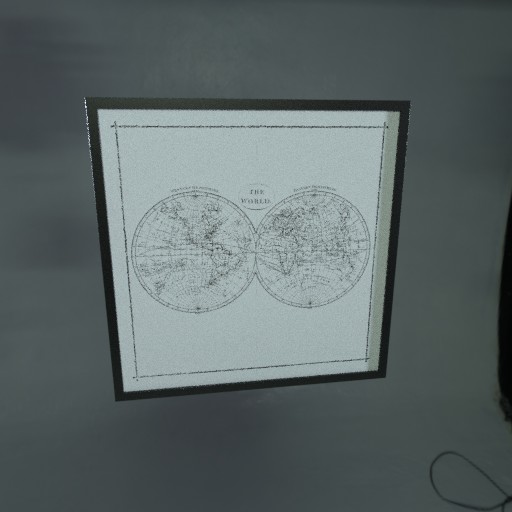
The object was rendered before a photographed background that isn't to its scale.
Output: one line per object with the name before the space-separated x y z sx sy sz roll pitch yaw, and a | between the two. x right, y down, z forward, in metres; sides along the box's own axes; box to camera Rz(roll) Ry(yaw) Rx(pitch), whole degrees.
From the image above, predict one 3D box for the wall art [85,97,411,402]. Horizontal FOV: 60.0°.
wall art | 0.000 0.000 1.161 0.773 0.775 0.031 -2 16 -9
